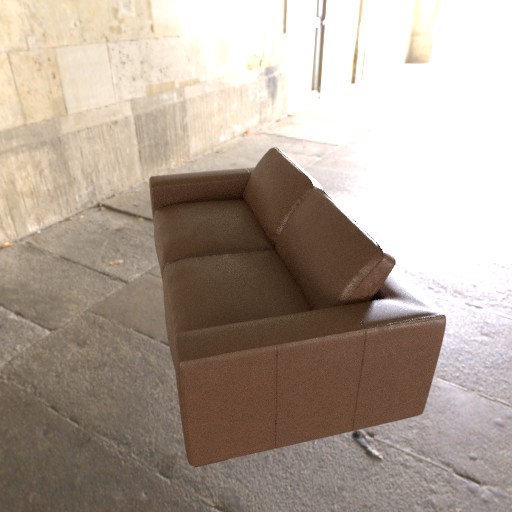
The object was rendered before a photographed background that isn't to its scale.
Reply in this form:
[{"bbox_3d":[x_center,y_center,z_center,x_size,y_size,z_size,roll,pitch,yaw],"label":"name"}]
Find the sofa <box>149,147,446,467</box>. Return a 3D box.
[{"bbox_3d":[0.000,0.000,2.468,1.070,0.800,1.920,-7,31,-13],"label":"sofa"}]
